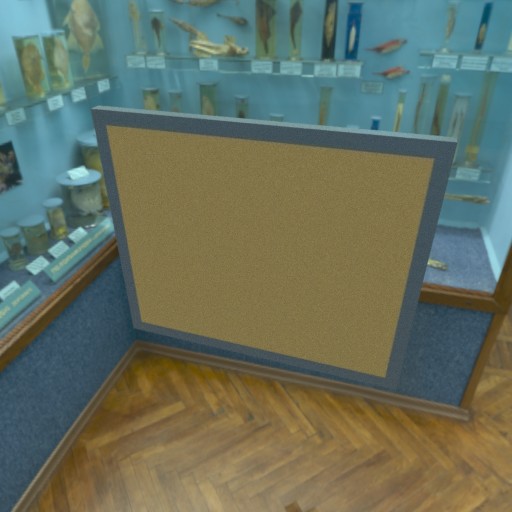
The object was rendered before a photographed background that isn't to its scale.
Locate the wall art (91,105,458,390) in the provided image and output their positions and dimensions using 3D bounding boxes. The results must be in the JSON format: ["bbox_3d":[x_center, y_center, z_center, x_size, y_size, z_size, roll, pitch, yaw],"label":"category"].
[{"bbox_3d":[0.000,0.000,0.926,0.660,0.558,0.026,10,34,15],"label":"wall art"}]
